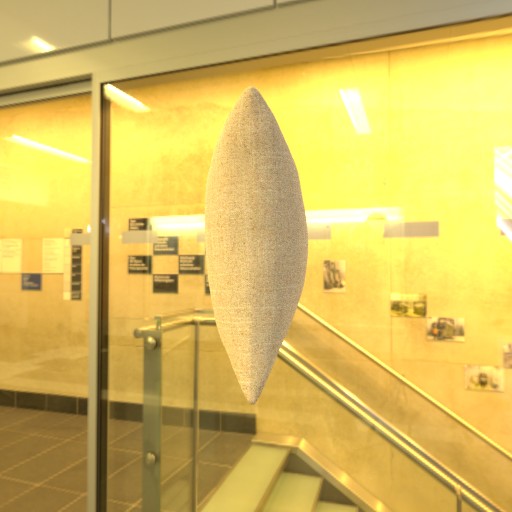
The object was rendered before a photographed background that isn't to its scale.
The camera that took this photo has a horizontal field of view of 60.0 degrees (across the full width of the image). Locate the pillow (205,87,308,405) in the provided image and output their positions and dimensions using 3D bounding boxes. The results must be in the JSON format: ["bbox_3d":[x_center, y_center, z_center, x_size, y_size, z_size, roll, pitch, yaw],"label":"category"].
[{"bbox_3d":[0.000,0.000,1.010,0.197,0.429,0.859,0,-2,0],"label":"pillow"}]
